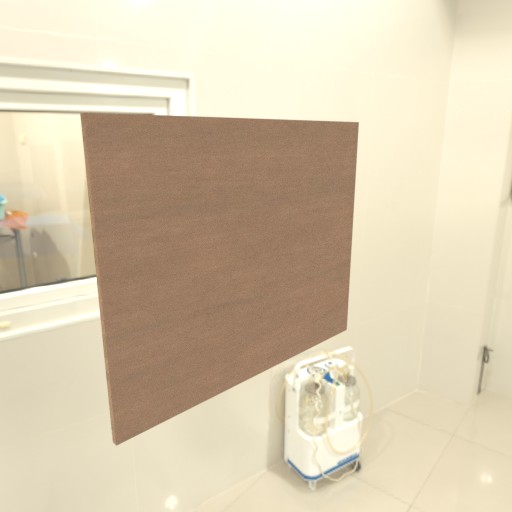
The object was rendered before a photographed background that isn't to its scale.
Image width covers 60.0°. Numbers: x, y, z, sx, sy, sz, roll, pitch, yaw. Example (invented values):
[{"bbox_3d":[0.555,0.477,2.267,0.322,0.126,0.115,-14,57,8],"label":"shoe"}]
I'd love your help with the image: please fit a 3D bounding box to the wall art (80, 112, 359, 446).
[{"bbox_3d":[0.000,0.000,0.689,0.508,0.408,0.010,-14,21,-42],"label":"wall art"}]
